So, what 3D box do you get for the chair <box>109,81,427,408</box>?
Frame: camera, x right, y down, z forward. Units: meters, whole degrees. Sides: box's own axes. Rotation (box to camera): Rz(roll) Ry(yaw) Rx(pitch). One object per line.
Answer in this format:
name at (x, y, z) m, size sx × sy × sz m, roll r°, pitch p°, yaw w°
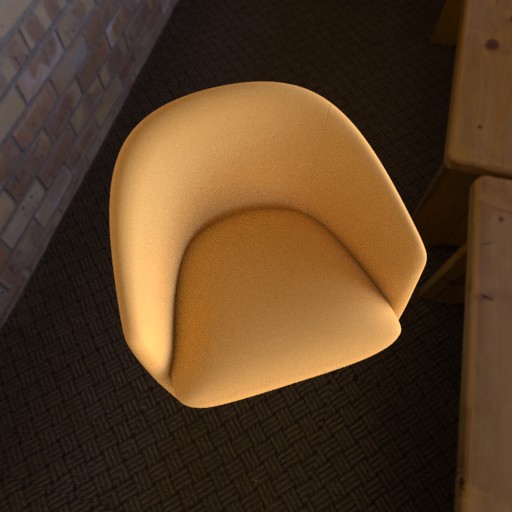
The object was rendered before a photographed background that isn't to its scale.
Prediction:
chair at (0.000, 0.000, 1.367) m, size 0.773 × 0.698 × 0.767 m, roll -15°, pitch 64°, yaw -8°
